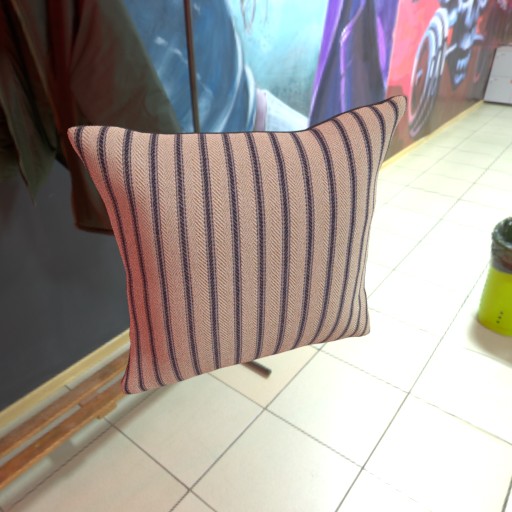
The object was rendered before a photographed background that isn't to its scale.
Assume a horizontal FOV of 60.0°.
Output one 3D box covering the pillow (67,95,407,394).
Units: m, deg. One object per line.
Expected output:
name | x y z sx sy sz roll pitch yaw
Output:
pillow | 0.000 0.000 0.685 0.468 0.444 0.138 -10 33 -17
